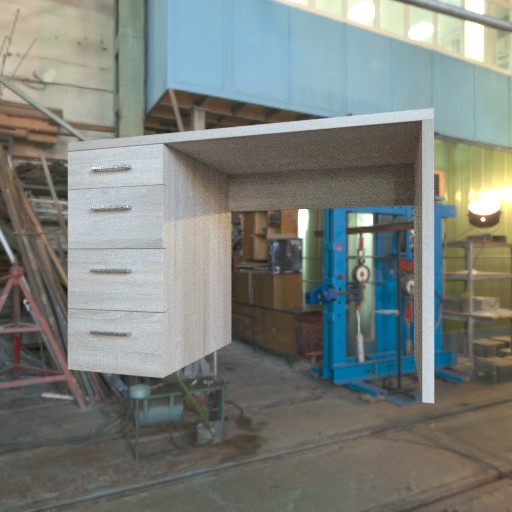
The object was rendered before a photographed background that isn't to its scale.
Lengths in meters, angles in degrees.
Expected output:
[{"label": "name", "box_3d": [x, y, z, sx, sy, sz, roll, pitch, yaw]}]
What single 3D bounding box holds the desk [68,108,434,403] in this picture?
[{"label": "desk", "box_3d": [0.000, 0.000, 1.526, 1.100, 0.731, 0.600, 0, 0, 18]}]
